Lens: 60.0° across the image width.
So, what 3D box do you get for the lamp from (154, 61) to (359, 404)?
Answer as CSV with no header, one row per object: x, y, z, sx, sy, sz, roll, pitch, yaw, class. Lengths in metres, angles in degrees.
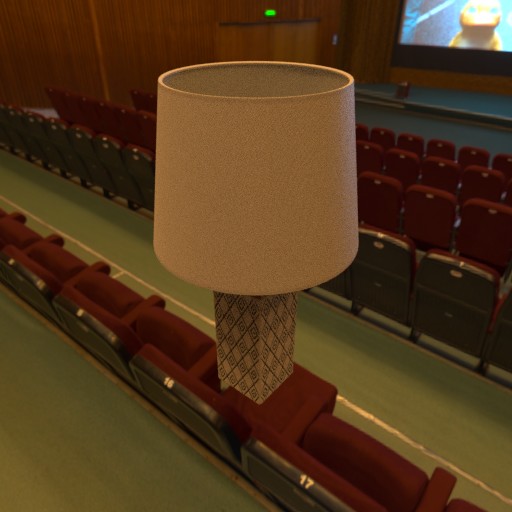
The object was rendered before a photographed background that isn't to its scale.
0.000,0.000,0.571,0.251,0.435,0.251,0,32,0,lamp
